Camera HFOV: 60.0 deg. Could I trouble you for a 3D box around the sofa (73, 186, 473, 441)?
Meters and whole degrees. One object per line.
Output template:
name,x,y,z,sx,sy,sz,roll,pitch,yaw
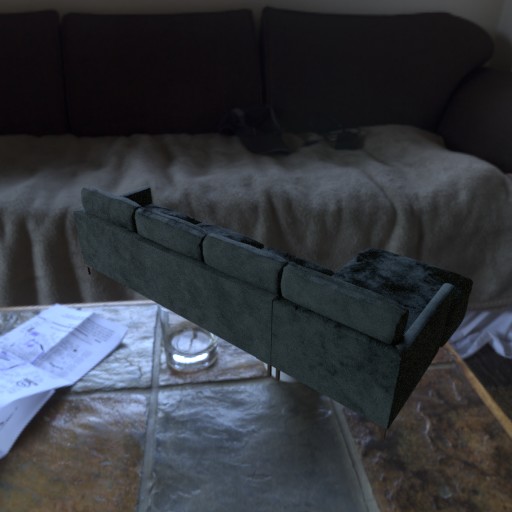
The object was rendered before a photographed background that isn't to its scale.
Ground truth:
sofa,0.000,0.000,4.038,3.400,0.967,1.500,21,36,33
